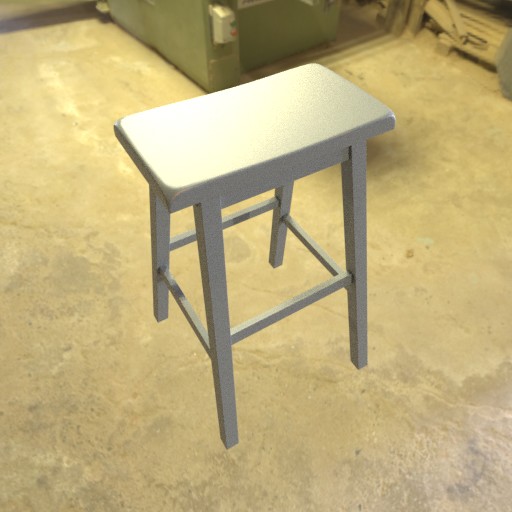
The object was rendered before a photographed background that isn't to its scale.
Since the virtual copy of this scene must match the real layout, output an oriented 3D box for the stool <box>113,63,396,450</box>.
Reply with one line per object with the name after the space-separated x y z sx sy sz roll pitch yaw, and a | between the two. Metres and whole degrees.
0.000 0.000 1.052 0.457 0.737 0.476 -24 52 -20 | stool
